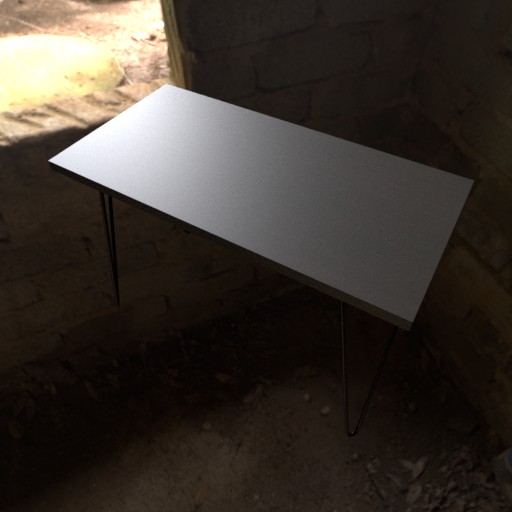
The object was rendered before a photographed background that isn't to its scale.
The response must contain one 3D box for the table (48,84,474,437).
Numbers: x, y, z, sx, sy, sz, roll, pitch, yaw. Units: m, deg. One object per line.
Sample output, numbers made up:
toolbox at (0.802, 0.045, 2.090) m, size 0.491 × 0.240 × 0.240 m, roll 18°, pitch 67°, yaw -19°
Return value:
table at (0.000, 0.000, 1.395) m, size 0.991 × 0.660 × 0.499 m, roll 24°, pitch 52°, yaw 20°
